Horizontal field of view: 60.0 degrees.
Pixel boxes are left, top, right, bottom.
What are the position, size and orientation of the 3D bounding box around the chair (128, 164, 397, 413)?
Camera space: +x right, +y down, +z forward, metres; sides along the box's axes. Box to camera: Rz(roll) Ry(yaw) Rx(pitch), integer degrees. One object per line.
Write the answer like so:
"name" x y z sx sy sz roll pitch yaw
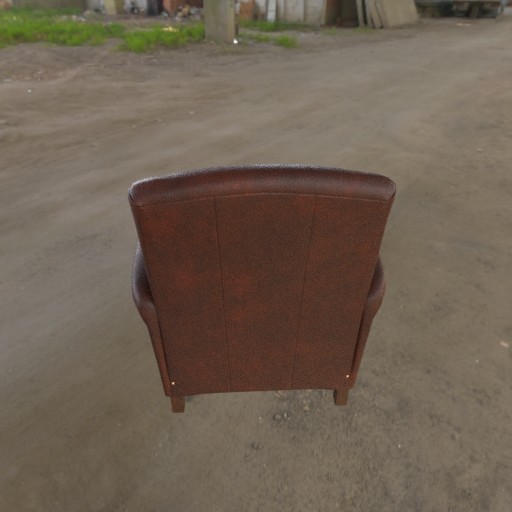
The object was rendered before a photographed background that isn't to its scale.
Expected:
"chair" 0.000 0.000 1.809 0.978 1.061 0.902 -2 32 -3
